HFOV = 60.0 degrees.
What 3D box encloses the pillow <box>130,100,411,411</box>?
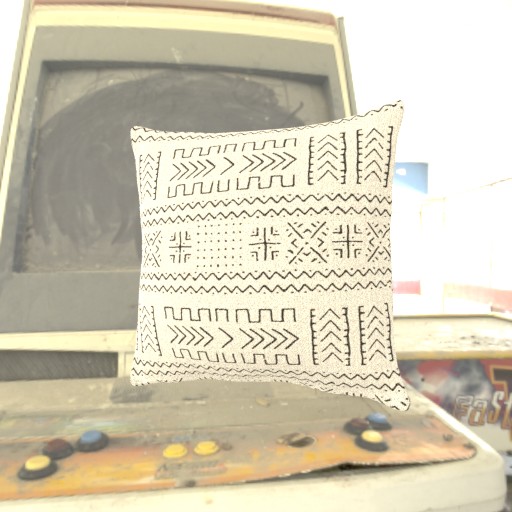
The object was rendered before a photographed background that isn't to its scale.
[{"bbox_3d":[0.000,0.000,0.666,0.438,0.430,0.164,0,0,19],"label":"pillow"}]
